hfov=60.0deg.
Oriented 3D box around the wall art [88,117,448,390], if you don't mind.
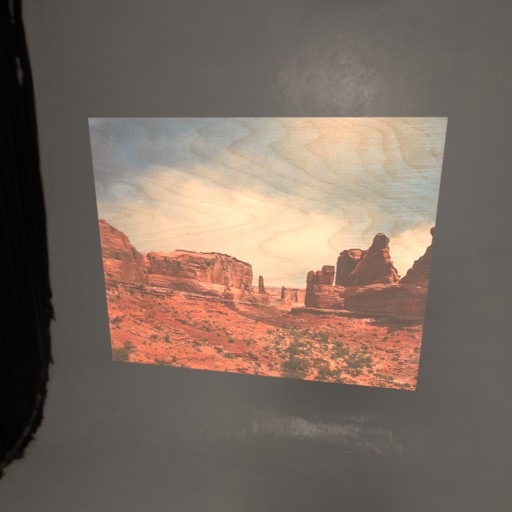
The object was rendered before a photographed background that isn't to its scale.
[{"bbox_3d":[0.000,0.000,0.682,0.508,0.406,0.013,3,17,10],"label":"wall art"}]
